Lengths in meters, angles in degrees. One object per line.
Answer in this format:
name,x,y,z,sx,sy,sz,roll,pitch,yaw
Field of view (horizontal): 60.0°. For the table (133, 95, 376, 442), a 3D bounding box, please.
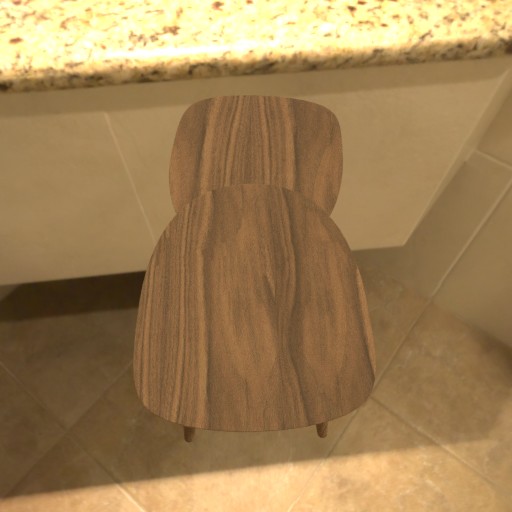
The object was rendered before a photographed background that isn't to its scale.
table,0.000,0.000,1.332,0.527,0.429,1.084,1,57,1
